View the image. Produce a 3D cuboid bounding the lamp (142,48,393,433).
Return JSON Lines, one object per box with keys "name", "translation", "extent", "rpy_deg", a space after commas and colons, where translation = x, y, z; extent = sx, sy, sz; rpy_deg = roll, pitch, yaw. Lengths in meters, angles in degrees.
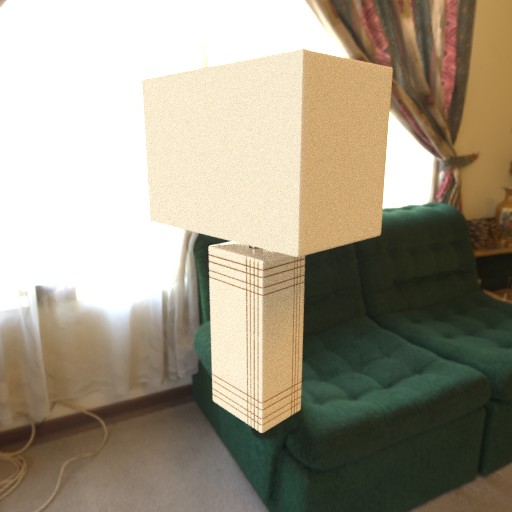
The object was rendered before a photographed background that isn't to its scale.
{"name": "lamp", "translation": [0.000, 0.000, 0.707], "extent": [0.182, 0.543, 0.334], "rpy_deg": [-13, 20, -42]}
